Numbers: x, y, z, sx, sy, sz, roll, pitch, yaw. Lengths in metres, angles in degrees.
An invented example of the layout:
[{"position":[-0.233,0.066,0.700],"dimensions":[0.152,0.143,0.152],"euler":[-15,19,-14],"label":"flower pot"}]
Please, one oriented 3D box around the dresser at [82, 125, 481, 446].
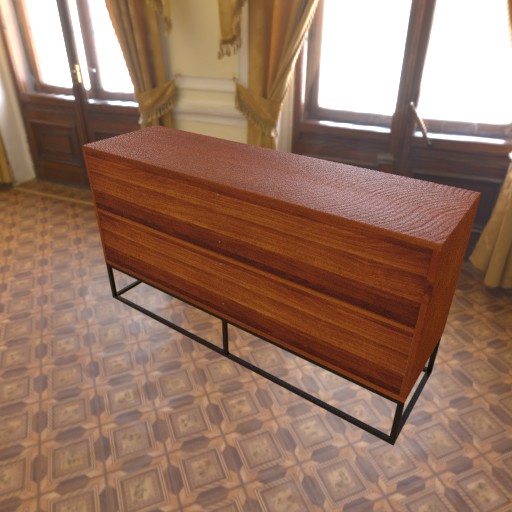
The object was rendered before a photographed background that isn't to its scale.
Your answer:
[{"position":[0.000,0.000,1.909],"dimensions":[1.536,0.810,0.464],"euler":[20,36,30],"label":"dresser"}]
